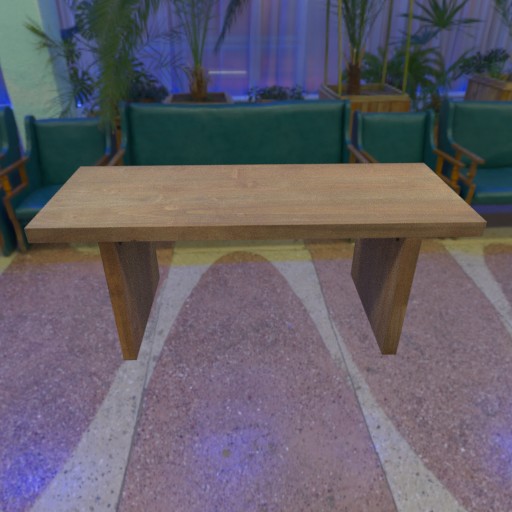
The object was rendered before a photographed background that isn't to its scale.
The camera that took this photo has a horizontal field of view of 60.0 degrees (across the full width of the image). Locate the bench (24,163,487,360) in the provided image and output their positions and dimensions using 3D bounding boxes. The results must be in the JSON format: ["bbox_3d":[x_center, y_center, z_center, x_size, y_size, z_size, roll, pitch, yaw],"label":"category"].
[{"bbox_3d":[0.000,0.000,1.446,1.183,0.458,0.458,-1,31,-1],"label":"bench"}]
